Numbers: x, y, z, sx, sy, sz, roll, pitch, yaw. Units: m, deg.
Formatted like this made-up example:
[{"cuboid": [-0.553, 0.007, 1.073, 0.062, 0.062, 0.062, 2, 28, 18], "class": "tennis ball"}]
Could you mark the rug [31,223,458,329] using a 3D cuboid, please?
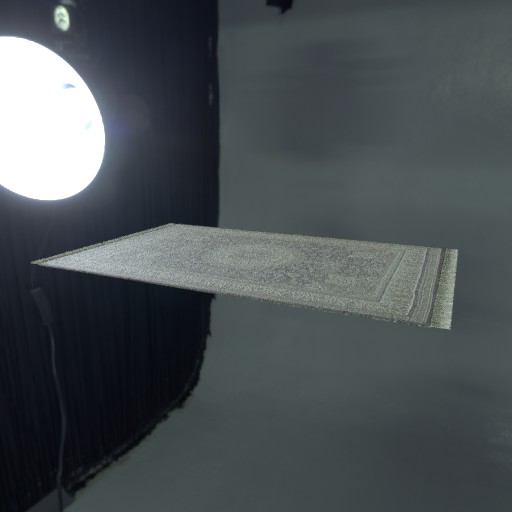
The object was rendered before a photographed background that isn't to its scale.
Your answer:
[{"cuboid": [0.000, 0.000, 2.958, 2.440, 0.010, 1.528, 7, 16, 24], "class": "rug"}]
